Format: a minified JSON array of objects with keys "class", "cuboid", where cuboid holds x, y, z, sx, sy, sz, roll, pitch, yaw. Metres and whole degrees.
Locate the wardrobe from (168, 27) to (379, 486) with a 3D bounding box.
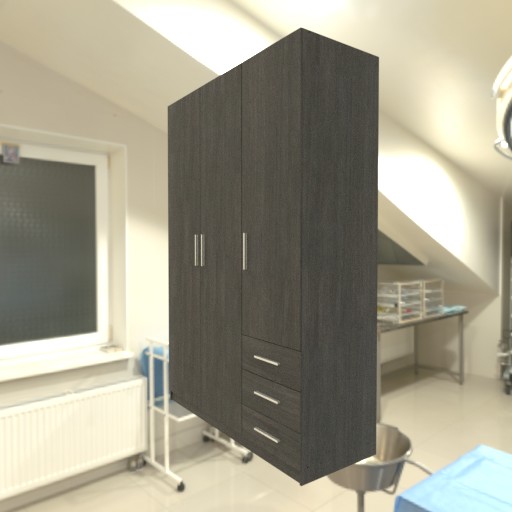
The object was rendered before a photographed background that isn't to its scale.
[{"class":"wardrobe","cuboid":[0.000,0.000,2.503,0.510,1.910,1.290,-1,2,-36]}]
